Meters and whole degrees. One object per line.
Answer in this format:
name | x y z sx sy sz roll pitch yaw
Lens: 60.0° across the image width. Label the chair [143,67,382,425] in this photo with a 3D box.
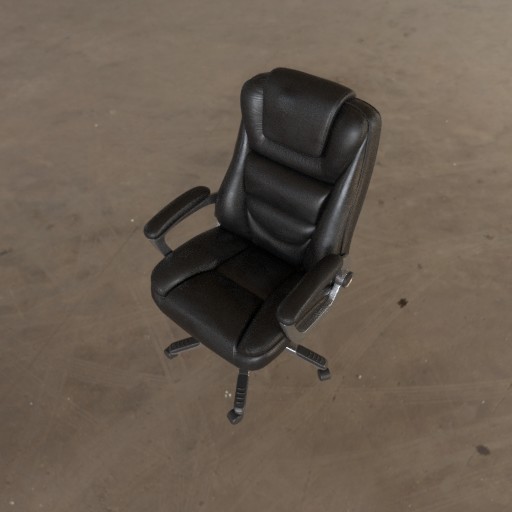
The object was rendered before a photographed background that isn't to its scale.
chair | 0.000 0.000 1.552 0.697 1.075 0.689 30 52 27
